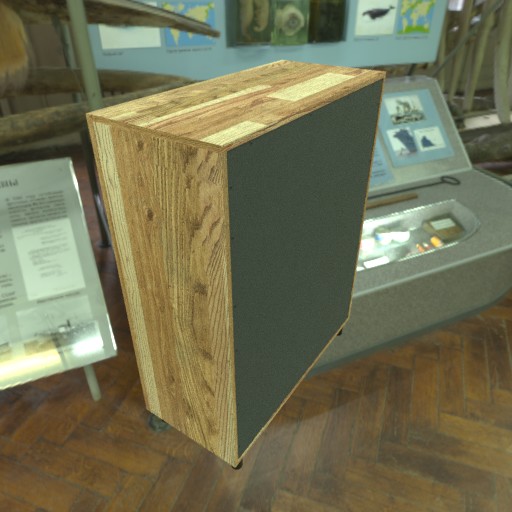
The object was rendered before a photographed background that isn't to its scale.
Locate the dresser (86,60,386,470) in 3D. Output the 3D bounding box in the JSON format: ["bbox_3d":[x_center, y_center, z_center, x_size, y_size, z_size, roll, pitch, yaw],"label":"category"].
[{"bbox_3d":[0.000,0.000,1.716,0.480,1.243,0.966,20,38,28],"label":"dresser"}]
